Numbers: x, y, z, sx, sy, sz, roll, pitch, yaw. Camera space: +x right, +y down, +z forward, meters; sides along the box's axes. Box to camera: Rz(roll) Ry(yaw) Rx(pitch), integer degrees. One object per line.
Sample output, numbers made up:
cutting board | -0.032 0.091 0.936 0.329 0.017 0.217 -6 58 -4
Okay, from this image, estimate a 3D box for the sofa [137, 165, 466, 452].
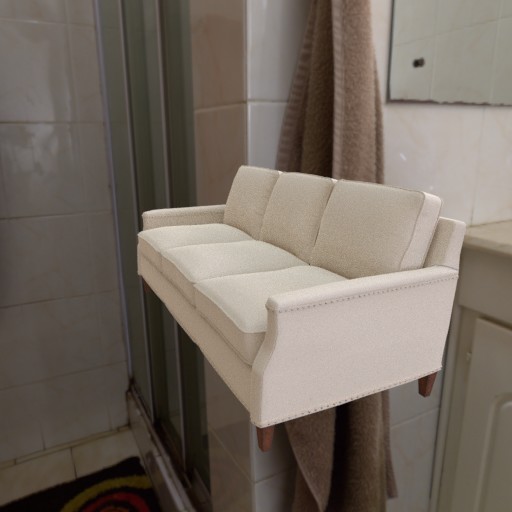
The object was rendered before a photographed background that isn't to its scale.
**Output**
sofa | 0.000 0.000 2.795 1.084 1.003 2.246 -7 17 -25
